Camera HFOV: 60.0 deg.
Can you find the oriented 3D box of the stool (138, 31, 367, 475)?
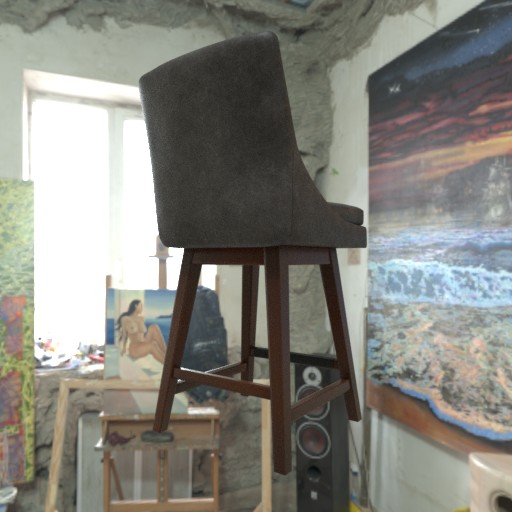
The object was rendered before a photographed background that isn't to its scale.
[{"bbox_3d":[0.000,0.000,1.353,0.492,1.046,0.587,0,-1,36],"label":"stool"}]
